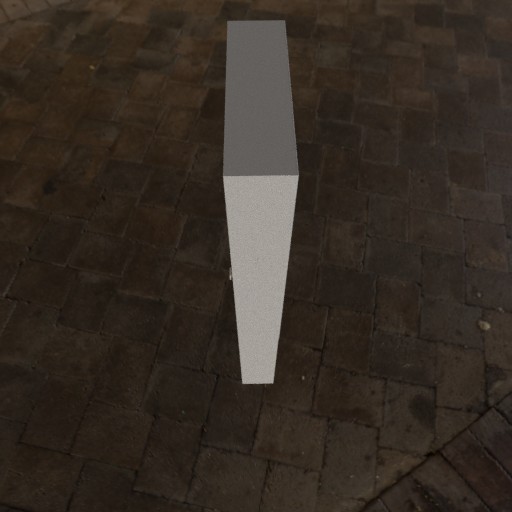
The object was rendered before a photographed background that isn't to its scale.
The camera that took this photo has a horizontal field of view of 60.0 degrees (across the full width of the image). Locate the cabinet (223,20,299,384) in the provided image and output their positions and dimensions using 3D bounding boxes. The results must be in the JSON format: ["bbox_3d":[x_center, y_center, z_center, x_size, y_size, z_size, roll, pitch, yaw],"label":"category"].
[{"bbox_3d":[0.000,0.000,1.974,0.192,1.770,0.643,-1,58,-1],"label":"cabinet"}]
